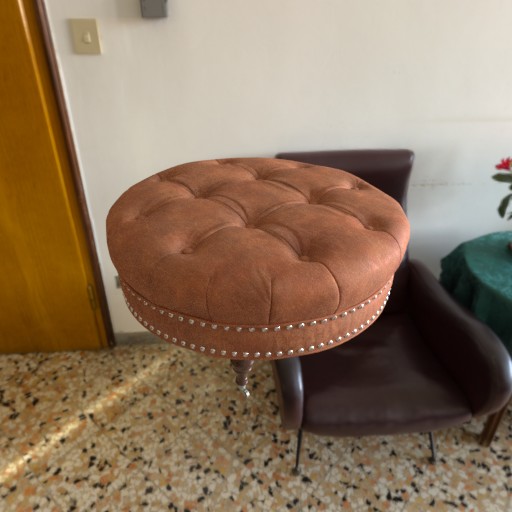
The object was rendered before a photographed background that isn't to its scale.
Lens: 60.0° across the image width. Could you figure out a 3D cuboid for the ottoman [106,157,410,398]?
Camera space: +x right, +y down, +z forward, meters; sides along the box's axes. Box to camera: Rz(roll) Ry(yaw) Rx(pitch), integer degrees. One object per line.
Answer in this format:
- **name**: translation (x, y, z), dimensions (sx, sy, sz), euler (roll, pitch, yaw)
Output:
- **ottoman**: translation (0.000, 0.000, 1.422), dimensions (0.901, 0.444, 0.901), euler (0, 30, 0)
